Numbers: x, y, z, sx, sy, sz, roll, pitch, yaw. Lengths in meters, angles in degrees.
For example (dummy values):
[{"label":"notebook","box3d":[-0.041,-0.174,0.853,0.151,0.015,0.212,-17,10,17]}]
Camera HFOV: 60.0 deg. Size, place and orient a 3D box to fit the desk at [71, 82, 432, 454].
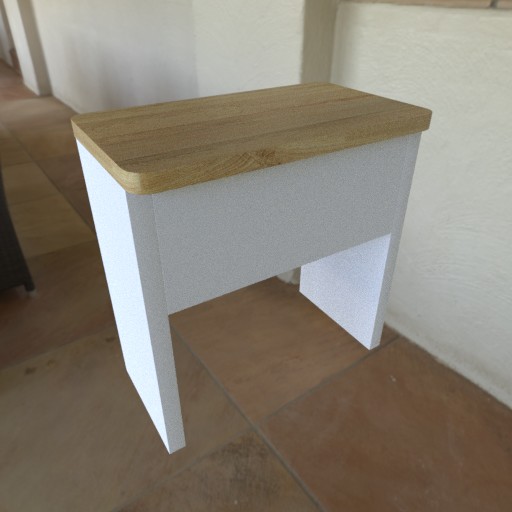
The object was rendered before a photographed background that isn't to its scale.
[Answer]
[{"label":"desk","box3d":[0.000,0.000,1.251,0.760,0.790,0.440,-19,37,-27]}]
